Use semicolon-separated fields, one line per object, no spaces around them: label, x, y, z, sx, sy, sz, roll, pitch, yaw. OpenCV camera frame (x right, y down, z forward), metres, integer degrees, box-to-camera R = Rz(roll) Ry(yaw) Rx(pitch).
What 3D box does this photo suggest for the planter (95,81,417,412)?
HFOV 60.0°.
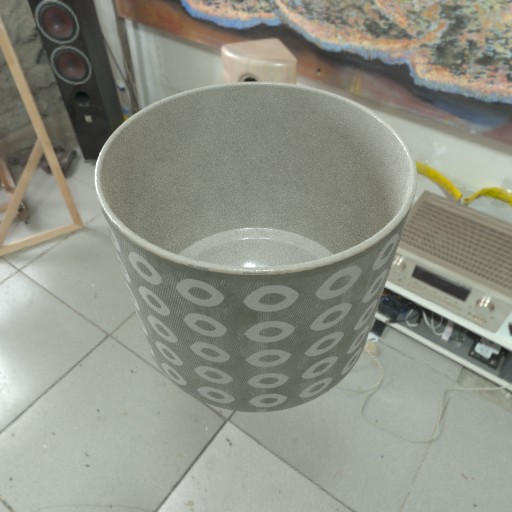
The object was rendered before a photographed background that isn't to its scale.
planter;0.000;0.000;0.439;0.250;0.239;0.250;0;47;0
